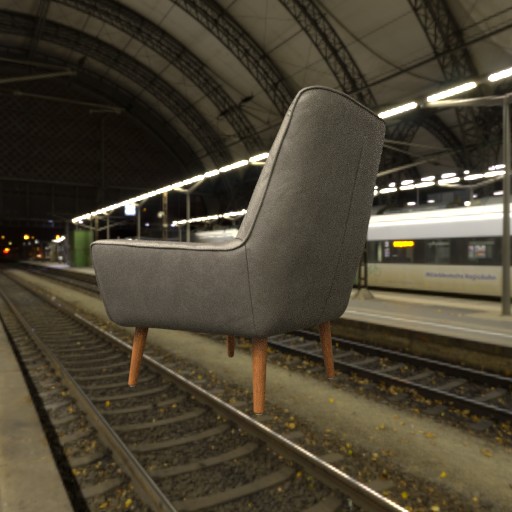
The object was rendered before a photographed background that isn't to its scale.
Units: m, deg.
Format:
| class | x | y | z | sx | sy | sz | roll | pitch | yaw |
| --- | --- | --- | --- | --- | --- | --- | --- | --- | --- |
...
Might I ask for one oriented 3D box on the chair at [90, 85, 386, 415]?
| class | x | y | z | sx | sy | sz | roll | pitch | yaw |
| --- | --- | --- | --- | --- | --- | --- | --- | --- | --- |
| chair | 0.000 | 0.000 | 1.526 | 0.822 | 0.888 | 0.787 | 0 | 0 | 36 |
